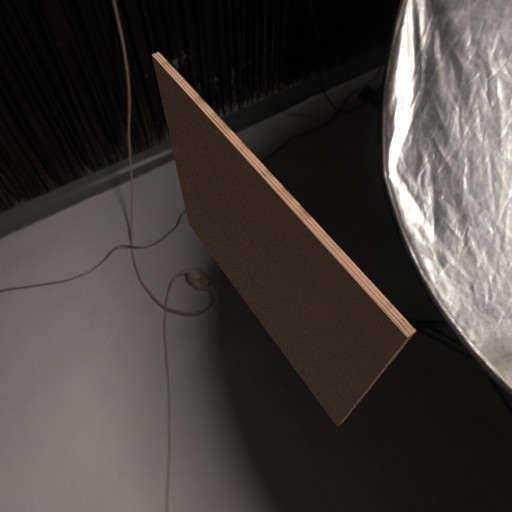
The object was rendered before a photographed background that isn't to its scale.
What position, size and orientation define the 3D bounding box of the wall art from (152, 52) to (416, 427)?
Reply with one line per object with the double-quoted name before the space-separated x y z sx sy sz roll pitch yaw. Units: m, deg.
"wall art" 0.000 0.000 0.688 0.012 0.408 0.508 -30 63 -17
